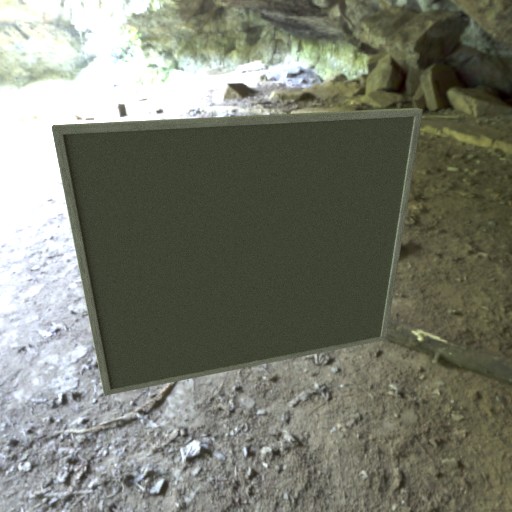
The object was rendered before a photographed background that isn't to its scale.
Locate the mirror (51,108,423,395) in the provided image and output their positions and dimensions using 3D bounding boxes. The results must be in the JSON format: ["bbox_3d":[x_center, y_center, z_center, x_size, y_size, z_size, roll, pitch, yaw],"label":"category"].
[{"bbox_3d":[0.000,0.000,1.129,0.839,0.689,0.028,-8,27,-15],"label":"mirror"}]
